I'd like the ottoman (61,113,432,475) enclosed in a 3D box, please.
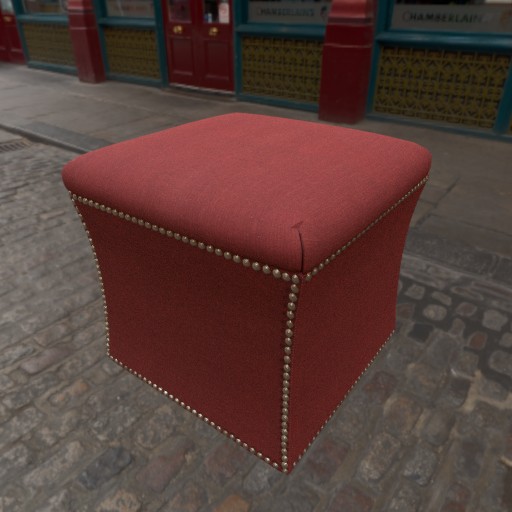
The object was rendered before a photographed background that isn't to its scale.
[{"bbox_3d":[0.000,0.000,0.896,0.507,0.475,0.497,20,35,31],"label":"ottoman"}]
